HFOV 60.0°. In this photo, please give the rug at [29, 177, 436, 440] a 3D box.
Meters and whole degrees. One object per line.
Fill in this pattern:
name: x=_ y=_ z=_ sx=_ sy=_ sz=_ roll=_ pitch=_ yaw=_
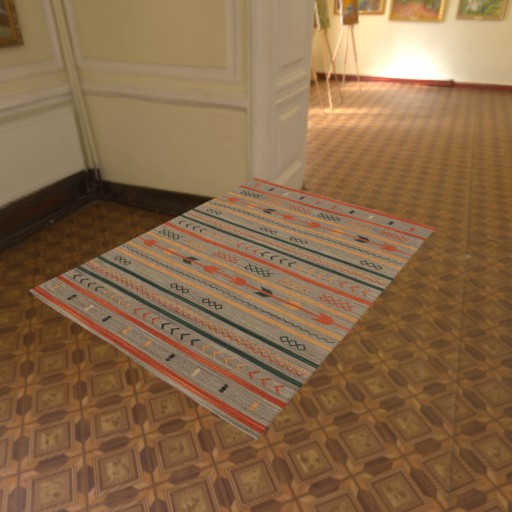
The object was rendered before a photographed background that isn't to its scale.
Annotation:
rug: x=0.000 y=0.000 z=3.969 sx=2.263 sy=0.022 sz=3.029 roll=21 pitch=37 yaw=31
